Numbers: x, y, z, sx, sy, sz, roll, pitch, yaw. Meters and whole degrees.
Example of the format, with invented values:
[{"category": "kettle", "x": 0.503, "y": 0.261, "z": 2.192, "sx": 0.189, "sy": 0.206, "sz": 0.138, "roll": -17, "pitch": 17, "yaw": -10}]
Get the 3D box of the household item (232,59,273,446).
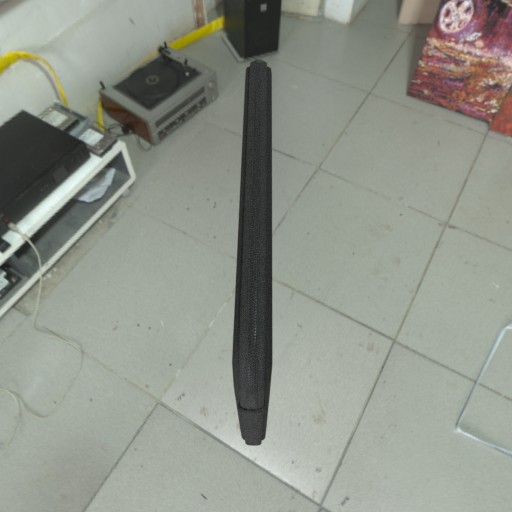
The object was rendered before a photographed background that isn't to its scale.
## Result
[{"category": "household item", "x": 0.000, "y": 0.000, "z": 0.530, "sx": 0.030, "sy": 0.305, "sz": 0.396, "roll": 1, "pitch": 58, "yaw": 1}]
